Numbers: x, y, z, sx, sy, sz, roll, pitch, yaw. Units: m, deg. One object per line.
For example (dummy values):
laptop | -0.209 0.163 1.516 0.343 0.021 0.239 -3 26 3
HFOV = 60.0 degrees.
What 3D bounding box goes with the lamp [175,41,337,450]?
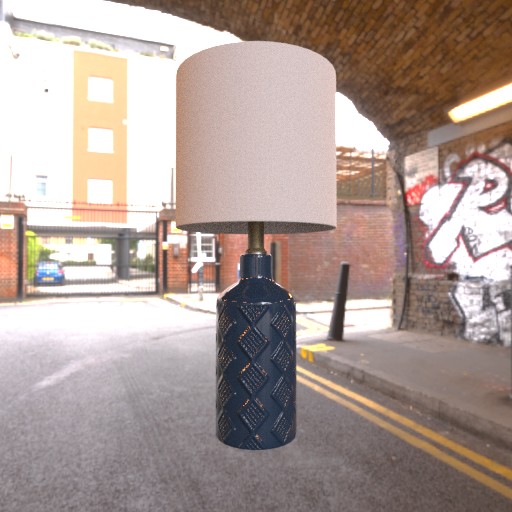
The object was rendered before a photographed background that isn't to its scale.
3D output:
lamp | 0.000 0.000 0.577 0.207 0.461 0.207 0 -1 18
